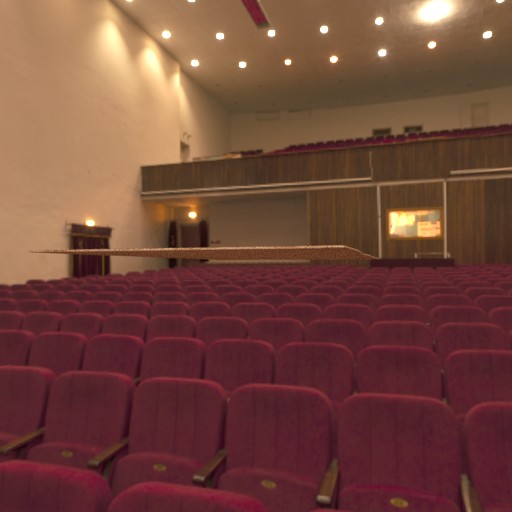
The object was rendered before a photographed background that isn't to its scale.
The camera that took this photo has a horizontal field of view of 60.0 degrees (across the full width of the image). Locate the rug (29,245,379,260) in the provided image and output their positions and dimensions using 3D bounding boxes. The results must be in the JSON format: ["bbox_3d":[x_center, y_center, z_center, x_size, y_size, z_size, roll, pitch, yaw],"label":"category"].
[{"bbox_3d":[0.000,0.000,3.075,1.533,0.011,2.439,0,-2,18],"label":"rug"}]
